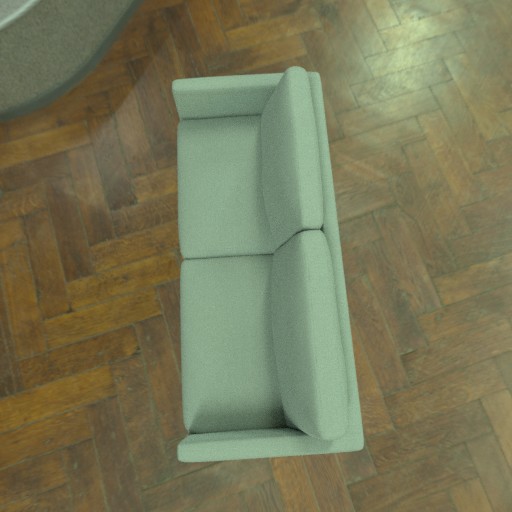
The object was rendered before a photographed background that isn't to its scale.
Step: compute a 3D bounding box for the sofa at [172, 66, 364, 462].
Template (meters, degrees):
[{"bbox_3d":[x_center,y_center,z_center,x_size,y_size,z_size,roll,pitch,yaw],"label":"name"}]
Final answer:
[{"bbox_3d":[0.000,0.000,2.712,0.951,0.965,2.208,-4,74,-1],"label":"sofa"}]
